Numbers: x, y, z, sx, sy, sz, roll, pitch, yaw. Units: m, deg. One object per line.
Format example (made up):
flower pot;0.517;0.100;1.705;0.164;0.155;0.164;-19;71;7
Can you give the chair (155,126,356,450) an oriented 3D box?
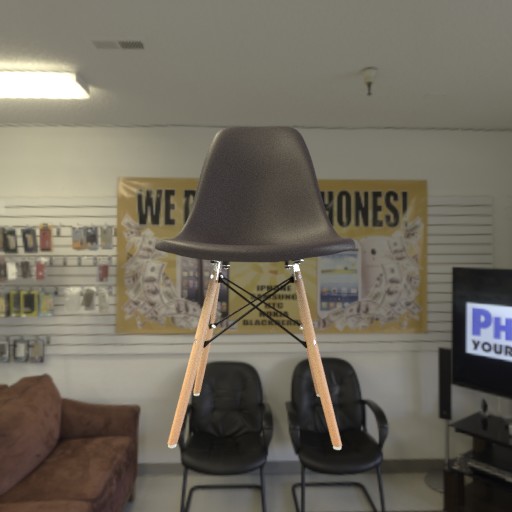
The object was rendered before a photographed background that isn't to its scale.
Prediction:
chair;0.000;0.000;1.150;0.470;0.825;0.533;0;0;1
